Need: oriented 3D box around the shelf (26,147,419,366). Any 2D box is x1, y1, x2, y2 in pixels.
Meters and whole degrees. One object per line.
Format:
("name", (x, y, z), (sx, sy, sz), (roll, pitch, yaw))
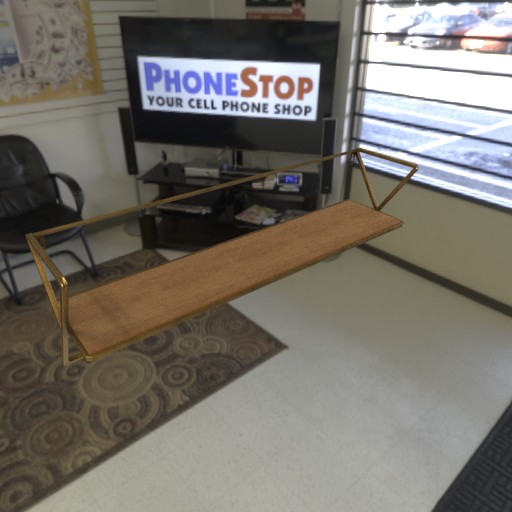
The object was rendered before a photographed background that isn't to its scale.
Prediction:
("shelf", (0.000, 0.000, 0.752), (0.645, 0.229, 0.150), (-21, 36, -32))
